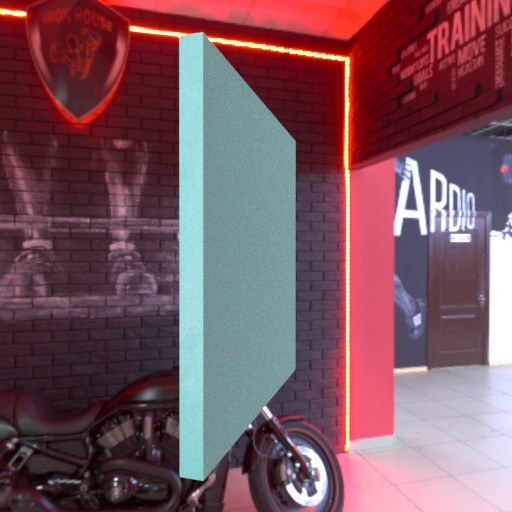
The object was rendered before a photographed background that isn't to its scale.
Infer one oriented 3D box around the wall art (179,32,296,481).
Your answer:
[{"bbox_3d":[0.000,0.000,0.888,0.036,0.603,0.603,0,0,17],"label":"wall art"}]
